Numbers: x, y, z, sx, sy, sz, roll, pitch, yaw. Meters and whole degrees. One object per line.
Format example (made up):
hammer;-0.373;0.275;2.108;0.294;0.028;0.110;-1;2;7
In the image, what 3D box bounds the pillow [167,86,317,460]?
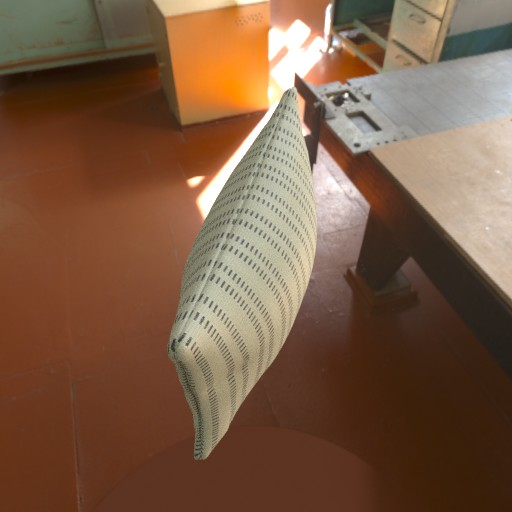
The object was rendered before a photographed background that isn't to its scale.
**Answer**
pillow;0.000;0.000;0.817;0.210;0.353;0.640;11;48;10
